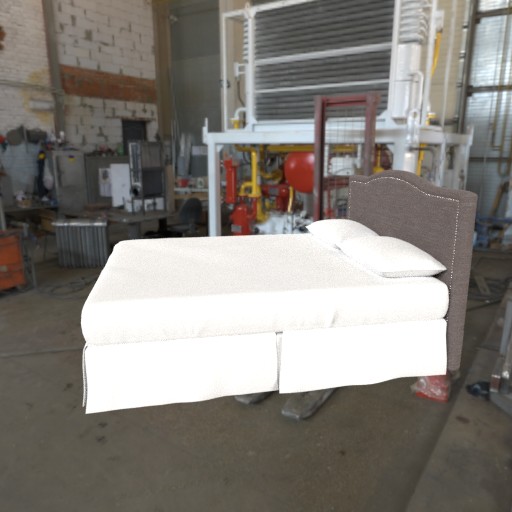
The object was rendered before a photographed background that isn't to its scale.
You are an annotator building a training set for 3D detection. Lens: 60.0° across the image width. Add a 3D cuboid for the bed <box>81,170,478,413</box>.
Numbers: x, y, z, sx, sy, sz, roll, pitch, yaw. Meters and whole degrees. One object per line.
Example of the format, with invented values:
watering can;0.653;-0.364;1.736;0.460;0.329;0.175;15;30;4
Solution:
bed;0.000;0.000;3.883;2.689;1.457;2.161;-3;14;-10
